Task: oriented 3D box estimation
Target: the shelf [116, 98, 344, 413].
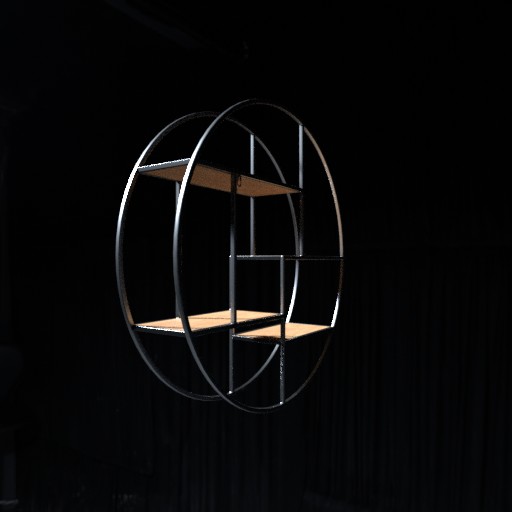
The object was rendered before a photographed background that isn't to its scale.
[{"bbox_3d":[0.000,0.000,1.359,0.202,0.888,0.888,0,-1,34],"label":"shelf"}]
